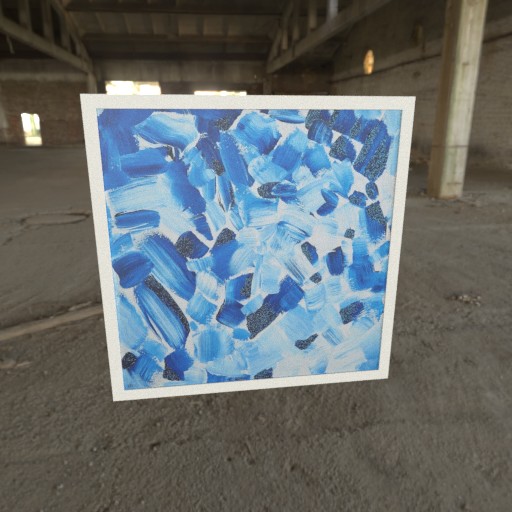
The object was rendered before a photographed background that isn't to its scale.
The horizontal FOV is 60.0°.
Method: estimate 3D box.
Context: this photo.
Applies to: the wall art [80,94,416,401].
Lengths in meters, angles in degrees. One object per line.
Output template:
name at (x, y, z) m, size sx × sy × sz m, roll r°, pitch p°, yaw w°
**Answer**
wall art at (0.000, 0.000, 0.968) m, size 0.660 × 0.660 × 0.015 m, roll -2°, pitch 17°, yaw -8°
